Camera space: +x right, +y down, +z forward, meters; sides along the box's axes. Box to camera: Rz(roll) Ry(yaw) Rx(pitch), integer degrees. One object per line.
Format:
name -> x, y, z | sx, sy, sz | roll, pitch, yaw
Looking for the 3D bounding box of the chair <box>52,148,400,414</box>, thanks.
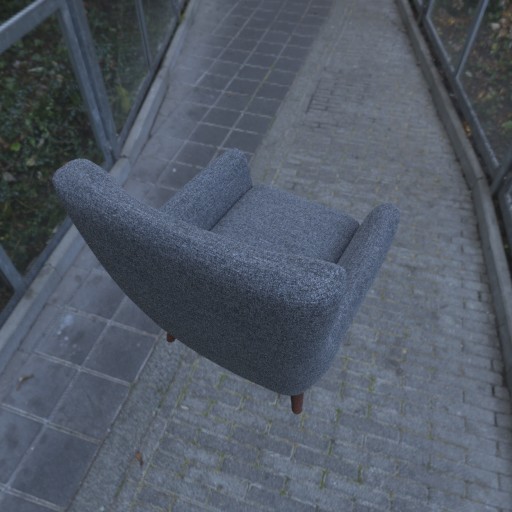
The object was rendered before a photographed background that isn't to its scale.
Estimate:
chair -> 0.000, 0.000, 1.712 | 0.889, 1.039, 0.940 | 24, 52, 20
